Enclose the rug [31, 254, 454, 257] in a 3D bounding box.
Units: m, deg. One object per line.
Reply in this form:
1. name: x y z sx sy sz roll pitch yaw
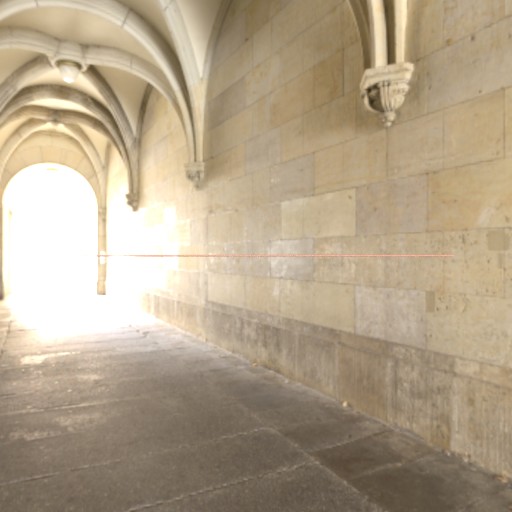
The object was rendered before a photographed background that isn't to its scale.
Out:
1. rug: 0.000 0.000 2.379 1.829 0.008 1.219 0 0 18
